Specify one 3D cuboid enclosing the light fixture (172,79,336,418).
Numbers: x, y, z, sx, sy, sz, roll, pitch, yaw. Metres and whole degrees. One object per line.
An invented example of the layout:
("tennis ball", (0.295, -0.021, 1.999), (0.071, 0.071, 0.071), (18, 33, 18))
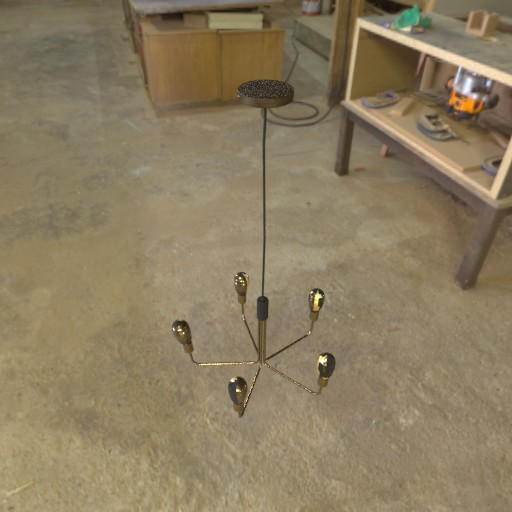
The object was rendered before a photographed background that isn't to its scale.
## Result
("light fixture", (0.000, 0.000, 1.400), (0.588, 1.059, 0.532), (-12, 41, -14))
